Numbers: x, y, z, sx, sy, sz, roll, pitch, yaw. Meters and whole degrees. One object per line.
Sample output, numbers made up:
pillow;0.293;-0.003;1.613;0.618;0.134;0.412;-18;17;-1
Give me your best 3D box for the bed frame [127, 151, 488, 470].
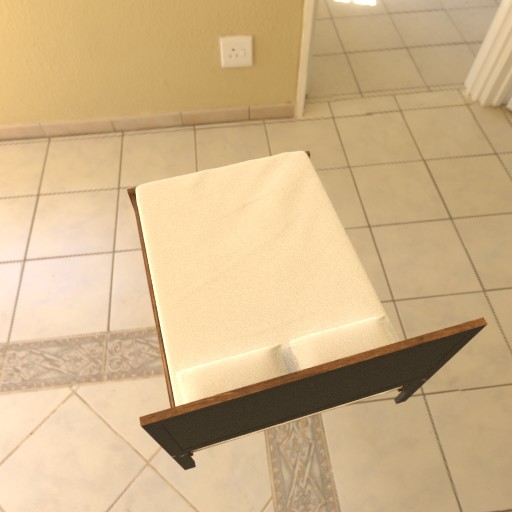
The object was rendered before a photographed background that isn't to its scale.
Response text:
bed frame;0.000;0.000;3.219;1.696;1.417;2.276;-14;58;-9
